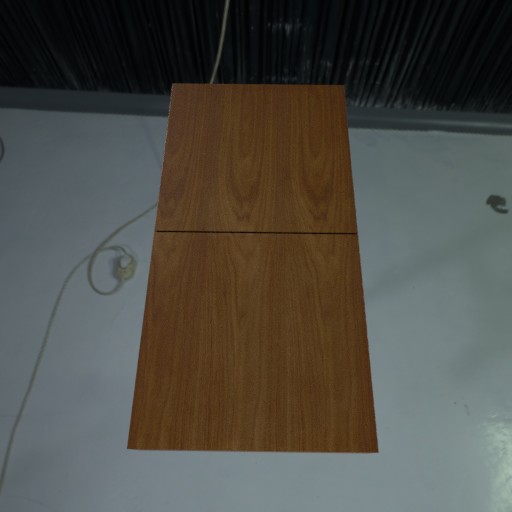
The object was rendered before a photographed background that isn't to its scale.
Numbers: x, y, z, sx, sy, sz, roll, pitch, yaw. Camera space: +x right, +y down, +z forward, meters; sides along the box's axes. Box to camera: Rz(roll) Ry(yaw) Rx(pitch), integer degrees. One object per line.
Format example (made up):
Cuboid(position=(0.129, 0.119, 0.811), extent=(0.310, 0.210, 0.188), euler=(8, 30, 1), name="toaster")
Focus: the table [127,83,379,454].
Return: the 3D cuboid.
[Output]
Cuboid(position=(0.000, 0.000, 1.474), extent=(0.610, 0.330, 1.194), euler=(1, 65, 0), name="table")
